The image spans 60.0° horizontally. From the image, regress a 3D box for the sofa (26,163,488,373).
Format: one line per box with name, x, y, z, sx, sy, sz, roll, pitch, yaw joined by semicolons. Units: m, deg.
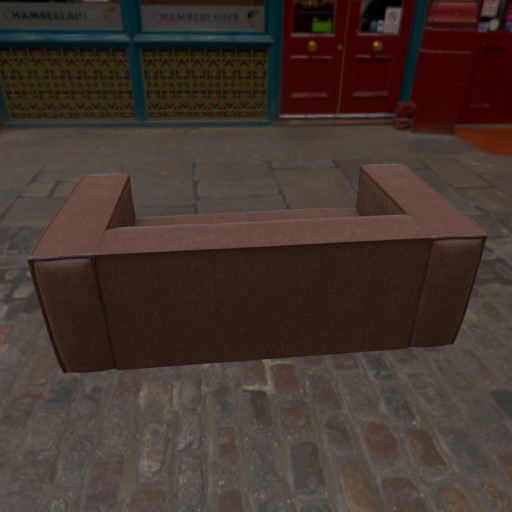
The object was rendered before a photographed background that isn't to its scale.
sofa;0.000;0.000;2.534;2.088;0.703;1.102;-3;30;-5
